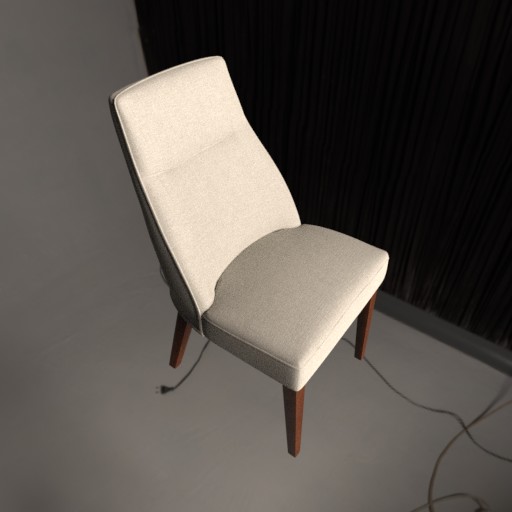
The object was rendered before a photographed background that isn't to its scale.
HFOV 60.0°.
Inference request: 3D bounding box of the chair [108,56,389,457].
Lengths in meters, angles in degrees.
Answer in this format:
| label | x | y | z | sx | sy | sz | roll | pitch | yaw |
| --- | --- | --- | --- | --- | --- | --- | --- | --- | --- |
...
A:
| label | x | y | z | sx | sy | sz | roll | pitch | yaw |
| --- | --- | --- | --- | --- | --- | --- | --- | --- | --- |
| chair | 0.000 | 0.000 | 1.267 | 0.620 | 0.930 | 0.500 | 26 | 47 | 27 |
